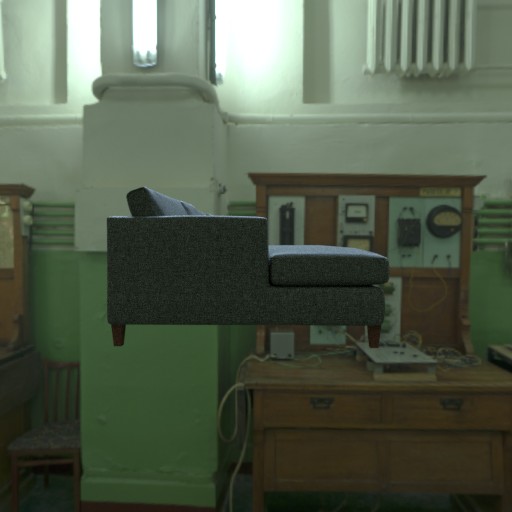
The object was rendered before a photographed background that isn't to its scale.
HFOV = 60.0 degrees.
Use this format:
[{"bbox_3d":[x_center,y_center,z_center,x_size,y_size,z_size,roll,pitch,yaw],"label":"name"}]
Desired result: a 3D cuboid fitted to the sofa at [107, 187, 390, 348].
[{"bbox_3d":[0.000,0.000,4.199,1.635,0.960,3.485,0,1,2],"label":"sofa"}]
